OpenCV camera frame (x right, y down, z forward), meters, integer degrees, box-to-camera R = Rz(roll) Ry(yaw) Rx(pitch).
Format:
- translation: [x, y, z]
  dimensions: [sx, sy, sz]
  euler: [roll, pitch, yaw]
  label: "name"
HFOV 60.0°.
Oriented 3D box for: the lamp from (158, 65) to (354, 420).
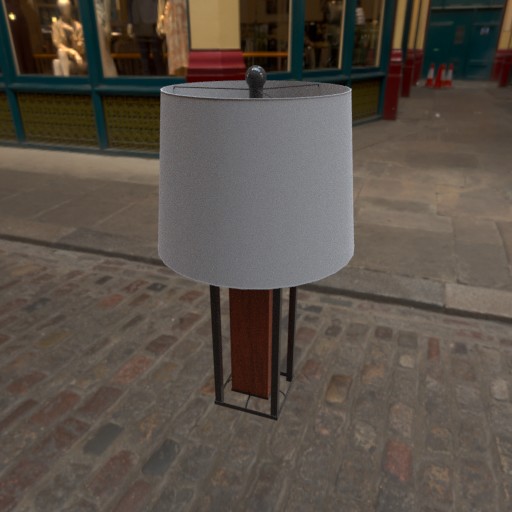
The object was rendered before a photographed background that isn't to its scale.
- translation: [0.000, 0.000, 0.747]
  dimensions: [0.320, 0.591, 0.320]
  euler: [0, 26, 0]
  label: "lamp"
